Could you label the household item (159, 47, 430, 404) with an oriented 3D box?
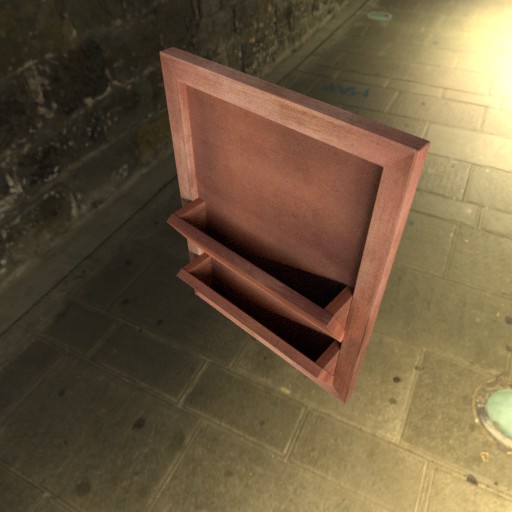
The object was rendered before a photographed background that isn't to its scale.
[{"bbox_3d":[0.000,0.000,0.548,0.310,0.407,0.067,32,53,28],"label":"household item"}]
